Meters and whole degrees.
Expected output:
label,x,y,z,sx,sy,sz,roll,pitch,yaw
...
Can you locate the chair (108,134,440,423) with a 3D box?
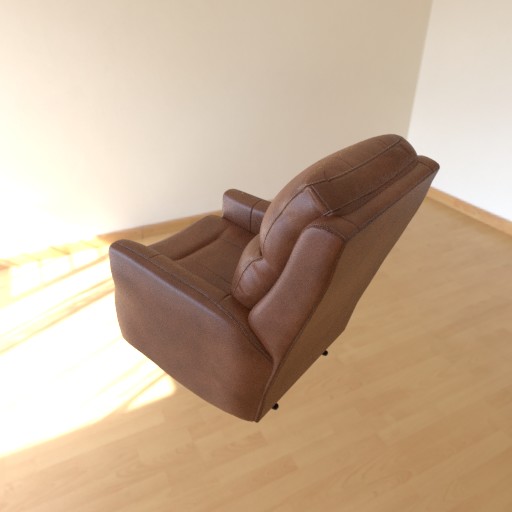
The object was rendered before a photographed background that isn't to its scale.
label,x,y,z,sx,sy,sz,roll,pitch,yaw
chair,0.000,0.000,1.754,1.072,1.016,0.821,22,37,32
